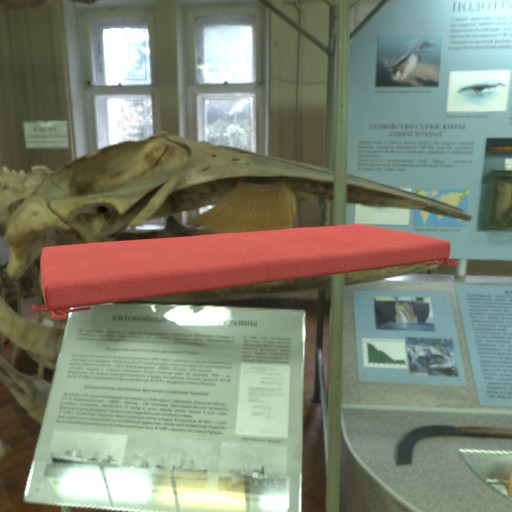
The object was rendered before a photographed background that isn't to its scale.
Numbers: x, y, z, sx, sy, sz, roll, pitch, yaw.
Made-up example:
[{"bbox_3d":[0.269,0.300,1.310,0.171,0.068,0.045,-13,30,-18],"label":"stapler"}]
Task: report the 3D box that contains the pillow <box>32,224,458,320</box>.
[{"bbox_3d":[0.000,0.000,1.312,1.187,0.081,0.492,-6,13,-25],"label":"pillow"}]
